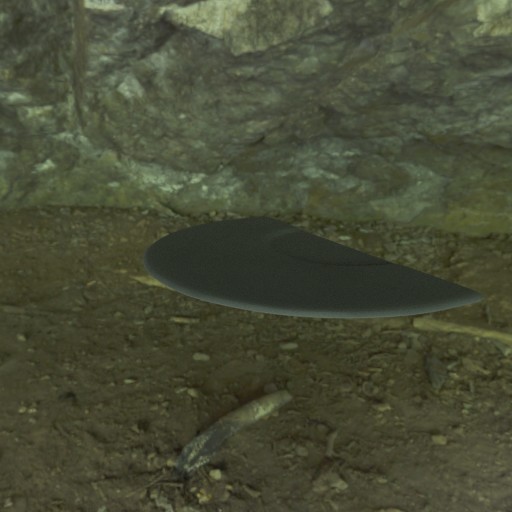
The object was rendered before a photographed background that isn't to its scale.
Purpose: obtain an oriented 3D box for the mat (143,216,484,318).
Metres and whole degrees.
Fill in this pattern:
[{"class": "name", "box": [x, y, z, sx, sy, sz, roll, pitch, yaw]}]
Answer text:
[{"class": "mat", "box": [0.000, 0.000, 1.877, 0.917, 0.022, 1.525, -8, 18, -26]}]
